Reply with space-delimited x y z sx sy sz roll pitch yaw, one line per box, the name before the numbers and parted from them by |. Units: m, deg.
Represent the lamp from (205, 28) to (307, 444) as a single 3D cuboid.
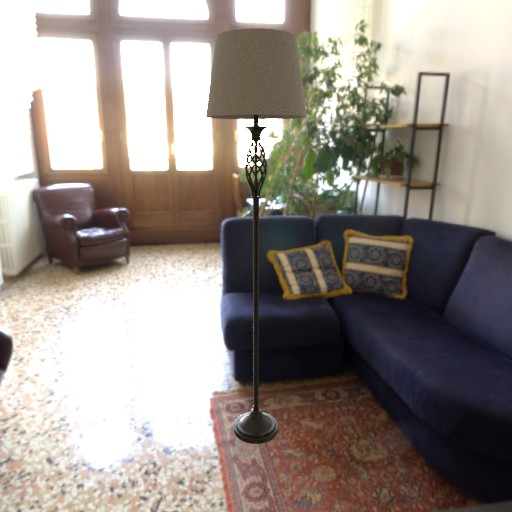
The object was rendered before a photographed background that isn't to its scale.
lamp | 0.000 0.000 1.802 0.379 1.623 0.379 0 15 0
